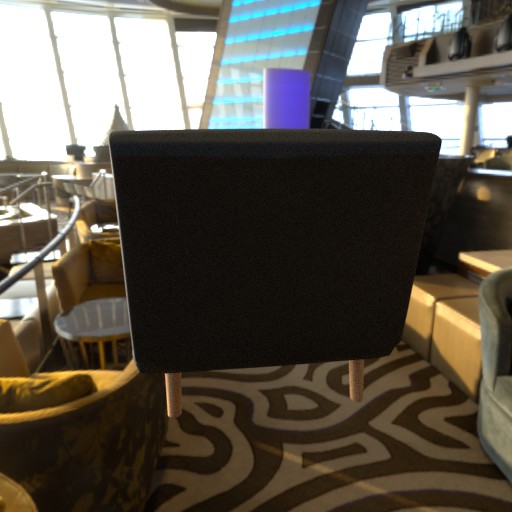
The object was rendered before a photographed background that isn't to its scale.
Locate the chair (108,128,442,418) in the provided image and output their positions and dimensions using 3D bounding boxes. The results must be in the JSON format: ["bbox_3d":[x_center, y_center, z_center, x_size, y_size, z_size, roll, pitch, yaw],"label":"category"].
[{"bbox_3d":[0.000,0.000,1.490,0.770,0.808,0.900,-2,15,-8],"label":"chair"}]
